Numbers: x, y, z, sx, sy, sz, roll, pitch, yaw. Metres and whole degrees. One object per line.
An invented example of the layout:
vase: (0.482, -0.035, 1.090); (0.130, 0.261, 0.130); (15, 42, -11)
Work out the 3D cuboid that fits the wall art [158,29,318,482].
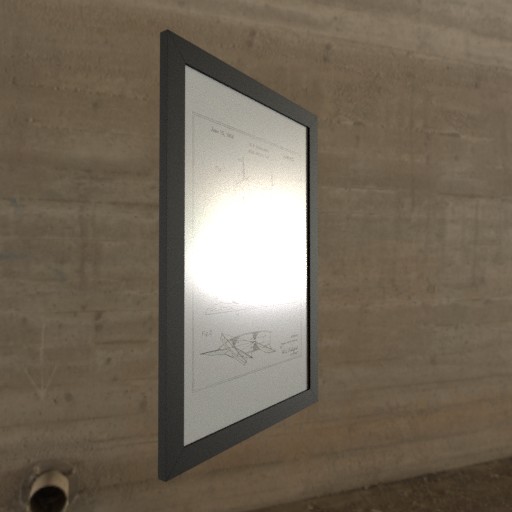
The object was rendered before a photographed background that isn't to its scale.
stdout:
wall art: (0.000, 0.000, 0.584); (0.011, 0.459, 0.326); (-1, -2, 36)
